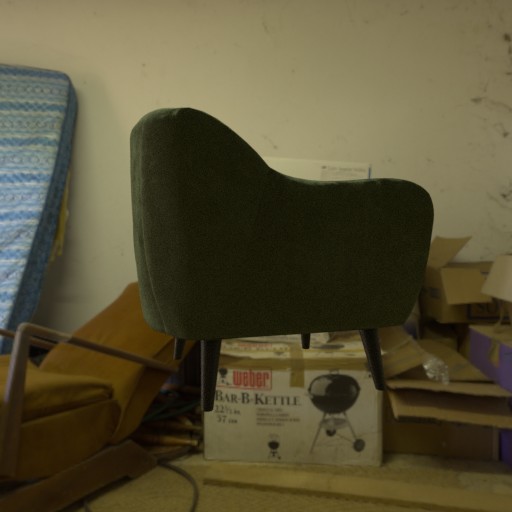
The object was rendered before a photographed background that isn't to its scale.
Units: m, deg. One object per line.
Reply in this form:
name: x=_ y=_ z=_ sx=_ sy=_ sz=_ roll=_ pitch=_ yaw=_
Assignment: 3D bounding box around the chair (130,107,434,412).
chair: x=0.000 y=0.000 z=1.507 sx=0.819 sy=0.804 sz=0.840 roll=-1 pitch=2 yaw=-18
